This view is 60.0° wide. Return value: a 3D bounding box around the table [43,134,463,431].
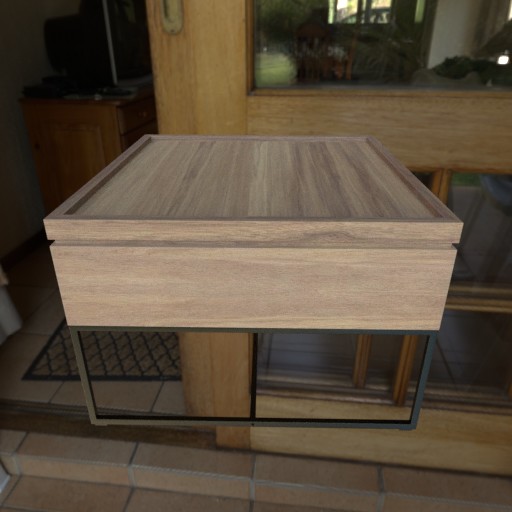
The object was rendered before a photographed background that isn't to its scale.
[{"bbox_3d":[0.000,0.000,1.118,0.676,0.464,0.679,1,27,1],"label":"table"}]
